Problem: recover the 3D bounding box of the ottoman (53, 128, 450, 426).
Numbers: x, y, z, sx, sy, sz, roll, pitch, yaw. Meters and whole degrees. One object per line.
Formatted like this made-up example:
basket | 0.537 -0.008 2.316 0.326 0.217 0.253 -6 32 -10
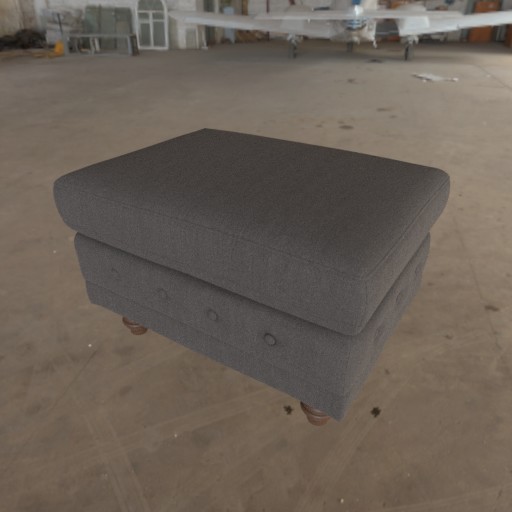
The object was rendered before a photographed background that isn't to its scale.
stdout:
ottoman | 0.000 0.000 1.133 0.771 0.500 0.569 18 35 28
